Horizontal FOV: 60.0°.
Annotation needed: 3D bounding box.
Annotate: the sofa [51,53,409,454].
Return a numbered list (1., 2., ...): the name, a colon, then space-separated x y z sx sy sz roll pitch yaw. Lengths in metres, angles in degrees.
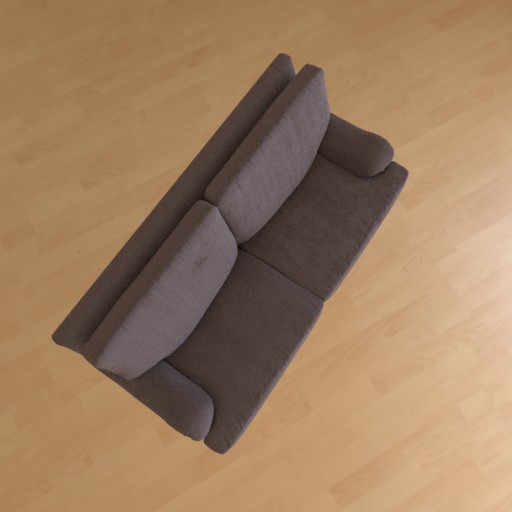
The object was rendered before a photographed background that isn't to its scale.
1. sofa: 0.000 0.000 2.790 1.086 1.087 2.165 34 77 9
